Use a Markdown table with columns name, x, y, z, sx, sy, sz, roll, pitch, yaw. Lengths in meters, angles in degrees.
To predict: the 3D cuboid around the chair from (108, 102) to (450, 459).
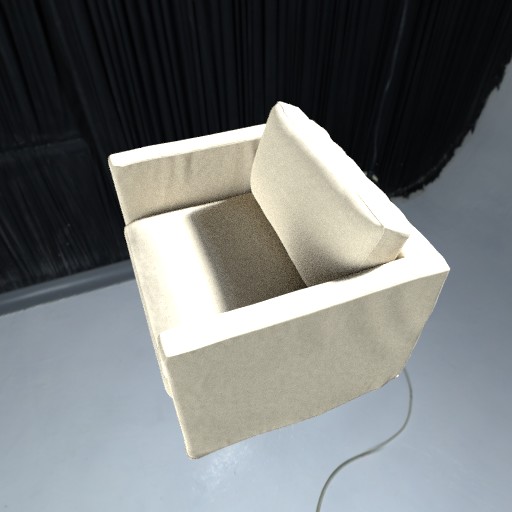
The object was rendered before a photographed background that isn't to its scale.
| name | x | y | z | sx | sy | sz | roll | pitch | yaw |
| --- | --- | --- | --- | --- | --- | --- | --- | --- | --- |
| chair | 0.000 | 0.000 | 1.787 | 0.949 | 0.867 | 1.057 | -15 | 48 | -15 |
